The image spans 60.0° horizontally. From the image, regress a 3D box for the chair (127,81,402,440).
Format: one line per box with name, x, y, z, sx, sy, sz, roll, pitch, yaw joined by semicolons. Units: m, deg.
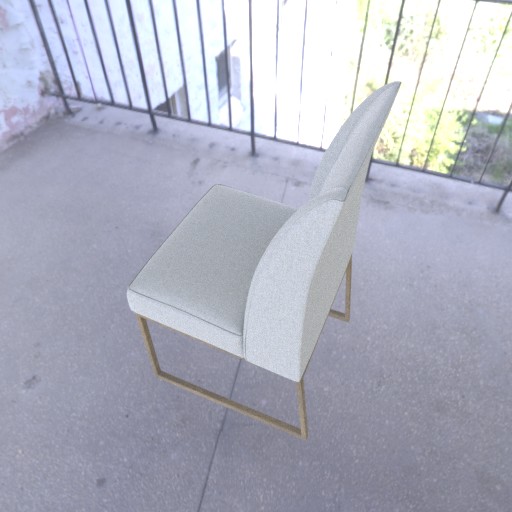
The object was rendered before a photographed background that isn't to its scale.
chair;0.000;0.000;1.195;0.522;0.863;0.508;17;48;16
